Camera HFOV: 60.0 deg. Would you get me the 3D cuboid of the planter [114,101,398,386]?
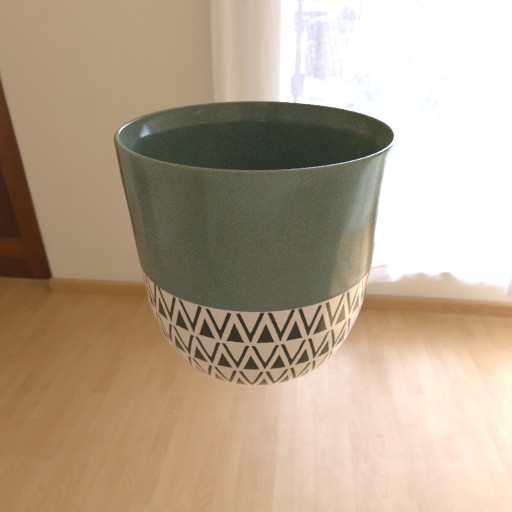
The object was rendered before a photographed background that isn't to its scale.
[{"bbox_3d":[0.000,0.000,0.372,0.198,0.214,0.198,0,30,0],"label":"planter"}]
